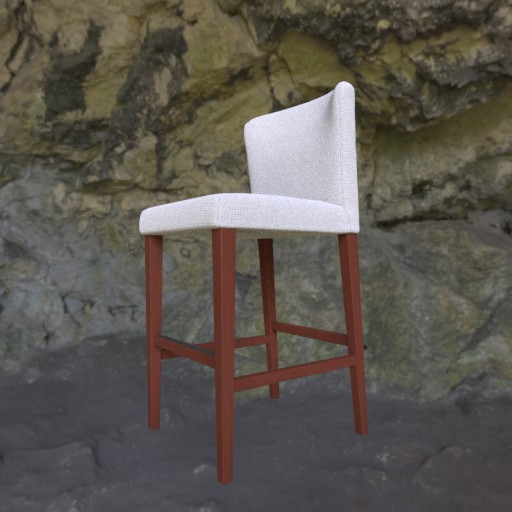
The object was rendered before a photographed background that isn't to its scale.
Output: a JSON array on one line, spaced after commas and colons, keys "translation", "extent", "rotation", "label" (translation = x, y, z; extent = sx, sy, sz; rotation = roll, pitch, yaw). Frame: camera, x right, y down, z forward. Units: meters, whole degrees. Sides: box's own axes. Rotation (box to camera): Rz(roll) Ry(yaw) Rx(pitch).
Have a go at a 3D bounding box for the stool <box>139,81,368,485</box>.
[{"translation": [0.000, 0.000, 1.357], "extent": [0.568, 1.069, 0.481], "rotation": [0, 0, -37], "label": "stool"}]
